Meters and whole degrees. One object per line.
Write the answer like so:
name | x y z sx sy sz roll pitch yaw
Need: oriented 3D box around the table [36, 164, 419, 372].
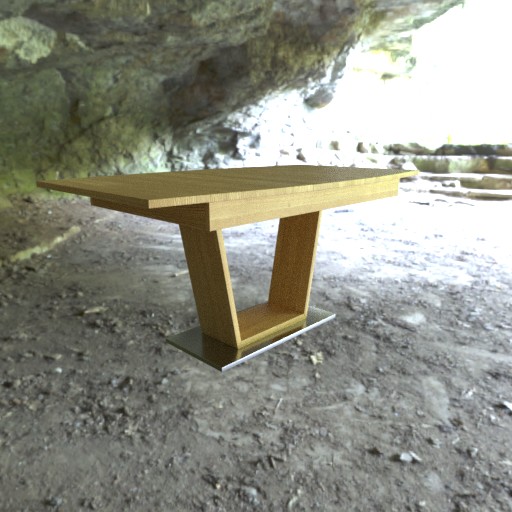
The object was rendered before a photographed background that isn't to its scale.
table | 0.000 0.000 2.069 0.900 0.748 1.598 14 20 42
